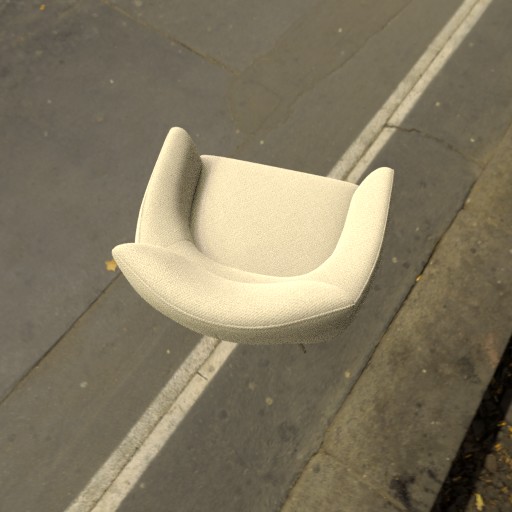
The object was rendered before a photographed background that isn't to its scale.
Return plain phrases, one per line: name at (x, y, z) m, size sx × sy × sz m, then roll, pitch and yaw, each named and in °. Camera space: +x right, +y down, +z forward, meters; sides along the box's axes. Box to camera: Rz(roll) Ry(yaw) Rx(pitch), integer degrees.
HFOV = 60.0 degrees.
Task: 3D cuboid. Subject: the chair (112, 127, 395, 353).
chair at (0.000, 0.000, 1.418) m, size 0.760 × 0.810 × 0.730 m, roll 12°, pitch 65°, yaw 6°
